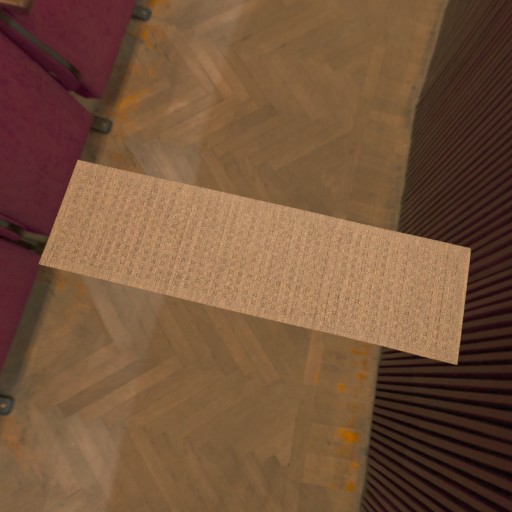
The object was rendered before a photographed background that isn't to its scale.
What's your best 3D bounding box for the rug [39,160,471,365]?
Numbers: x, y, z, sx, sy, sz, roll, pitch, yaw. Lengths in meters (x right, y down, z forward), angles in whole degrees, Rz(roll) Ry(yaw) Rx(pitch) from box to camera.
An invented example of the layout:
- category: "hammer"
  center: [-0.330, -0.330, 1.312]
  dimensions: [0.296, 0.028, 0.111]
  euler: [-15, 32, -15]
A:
- category: "rug"
  center: [0.000, 0.000, 2.593]
  dimensions: [2.437, 0.005, 0.688]
  euler: [13, 76, 3]
